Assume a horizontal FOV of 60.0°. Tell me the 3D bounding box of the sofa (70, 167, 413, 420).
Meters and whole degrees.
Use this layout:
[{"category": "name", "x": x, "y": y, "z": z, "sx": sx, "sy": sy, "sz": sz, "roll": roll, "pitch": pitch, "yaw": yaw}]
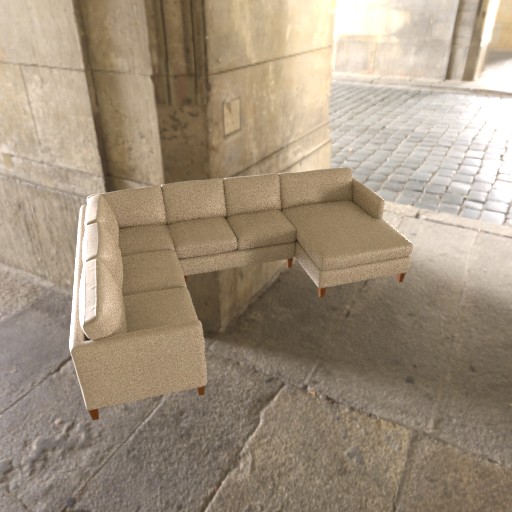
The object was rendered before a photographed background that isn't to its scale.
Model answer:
[{"category": "sofa", "x": 0.000, "y": 0.000, "z": 4.612, "sx": 3.460, "sy": 0.961, "sz": 2.594, "roll": -9, "pitch": 32, "yaw": -15}]
